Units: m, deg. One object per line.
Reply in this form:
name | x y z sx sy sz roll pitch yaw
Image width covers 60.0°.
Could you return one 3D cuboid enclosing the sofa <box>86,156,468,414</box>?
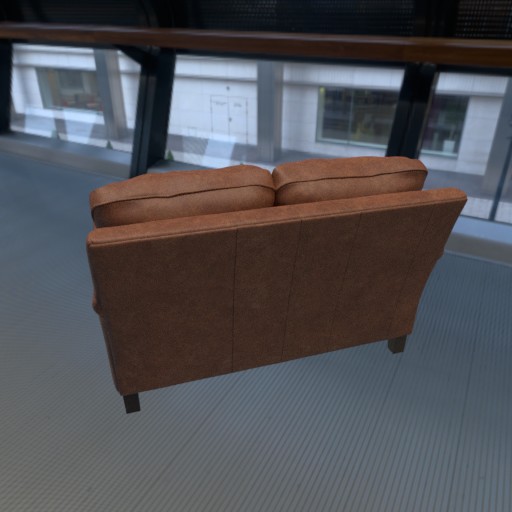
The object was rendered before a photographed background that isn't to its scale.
sofa | 0.000 0.000 2.175 1.527 1.004 1.077 -8 29 -15
